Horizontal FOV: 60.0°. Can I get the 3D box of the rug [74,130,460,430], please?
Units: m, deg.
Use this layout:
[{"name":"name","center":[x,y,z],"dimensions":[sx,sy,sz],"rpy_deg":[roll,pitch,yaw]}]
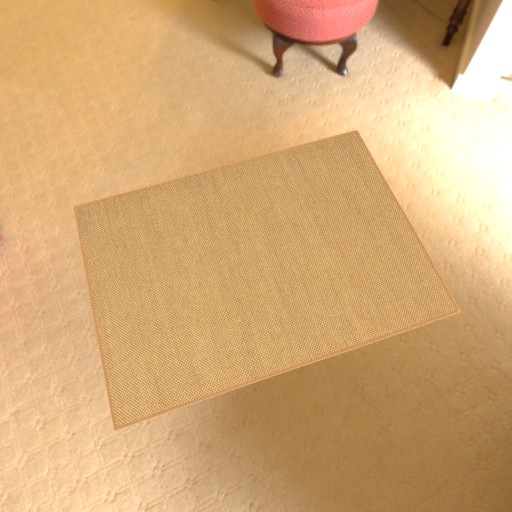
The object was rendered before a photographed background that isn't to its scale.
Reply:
[{"name":"rug","center":[0.000,0.000,2.873],"dimensions":[2.134,0.013,1.524],"rpy_deg":[-17,65,-8]}]
